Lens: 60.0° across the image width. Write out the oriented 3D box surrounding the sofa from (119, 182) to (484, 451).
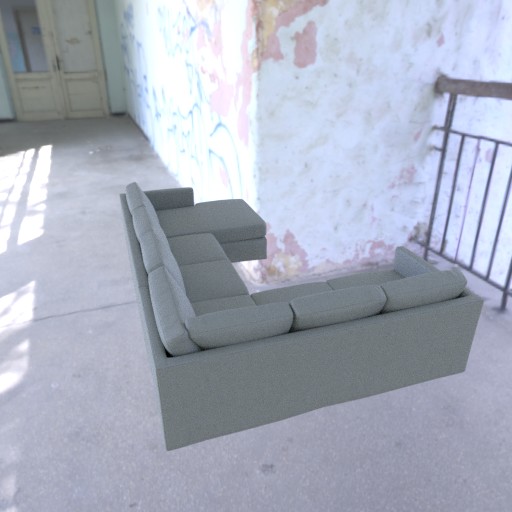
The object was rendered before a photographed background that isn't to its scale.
[{"bbox_3d":[0.000,0.000,4.506,2.427,0.882,3.460,-9,28,-17],"label":"sofa"}]
